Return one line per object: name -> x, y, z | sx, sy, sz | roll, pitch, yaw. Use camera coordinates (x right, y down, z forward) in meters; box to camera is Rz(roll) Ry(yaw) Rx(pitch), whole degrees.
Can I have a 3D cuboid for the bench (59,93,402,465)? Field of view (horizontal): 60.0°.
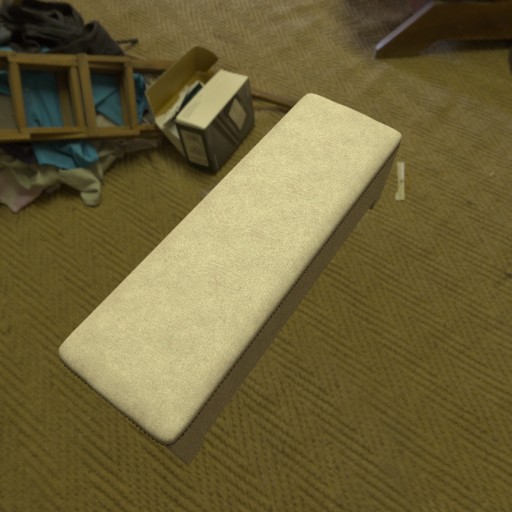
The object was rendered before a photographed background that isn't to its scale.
bench -> 0.000, 0.000, 1.747 | 0.470, 0.447, 1.482 | 31, 64, 18
